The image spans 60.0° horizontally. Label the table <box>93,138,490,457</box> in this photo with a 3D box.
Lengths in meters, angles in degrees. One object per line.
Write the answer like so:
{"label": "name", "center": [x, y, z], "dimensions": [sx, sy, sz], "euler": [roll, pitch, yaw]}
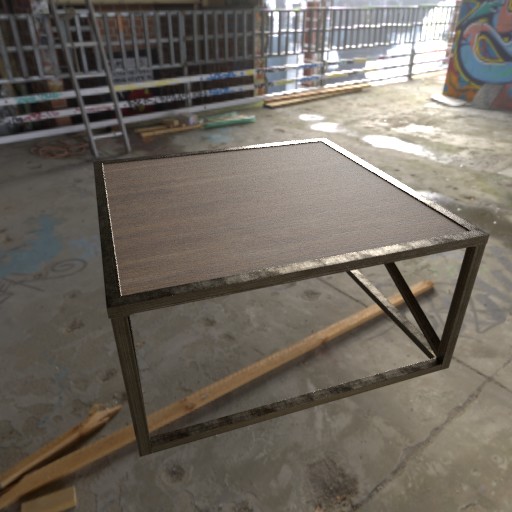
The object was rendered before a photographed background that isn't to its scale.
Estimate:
{"label": "table", "center": [0.000, 0.000, 1.445], "dimensions": [0.909, 0.451, 0.899], "euler": [-10, 32, -16]}
